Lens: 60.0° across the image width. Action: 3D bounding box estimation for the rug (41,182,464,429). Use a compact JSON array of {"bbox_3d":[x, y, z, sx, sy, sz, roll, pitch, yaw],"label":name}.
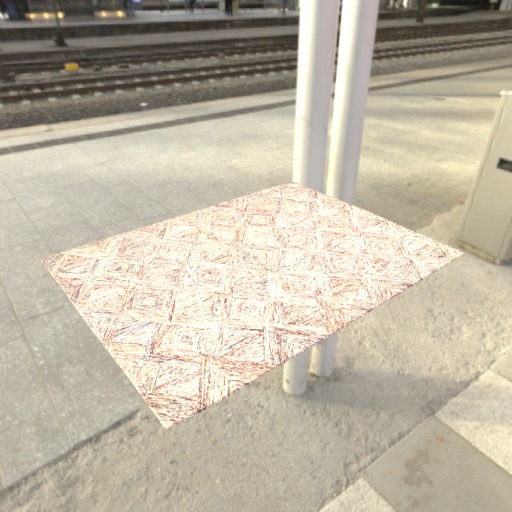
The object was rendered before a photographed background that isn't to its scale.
[{"bbox_3d":[0.000,0.000,4.193,3.226,0.024,2.436,-22,37,-33],"label":"rug"}]
